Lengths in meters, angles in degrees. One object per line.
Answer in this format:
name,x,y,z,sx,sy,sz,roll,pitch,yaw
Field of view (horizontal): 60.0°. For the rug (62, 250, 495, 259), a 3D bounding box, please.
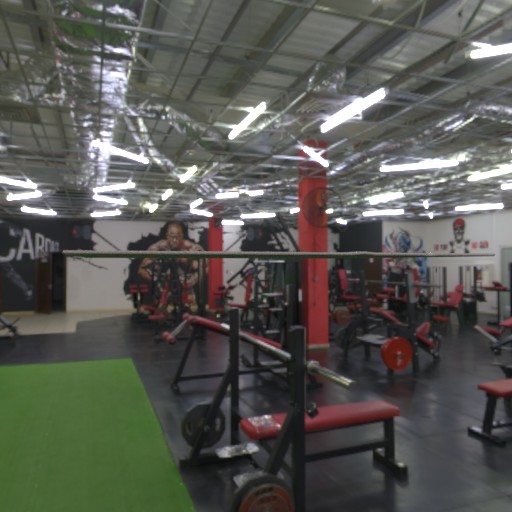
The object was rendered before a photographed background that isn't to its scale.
rug,0.000,0.000,4.013,3.007,0.032,2.434,0,-1,-18
